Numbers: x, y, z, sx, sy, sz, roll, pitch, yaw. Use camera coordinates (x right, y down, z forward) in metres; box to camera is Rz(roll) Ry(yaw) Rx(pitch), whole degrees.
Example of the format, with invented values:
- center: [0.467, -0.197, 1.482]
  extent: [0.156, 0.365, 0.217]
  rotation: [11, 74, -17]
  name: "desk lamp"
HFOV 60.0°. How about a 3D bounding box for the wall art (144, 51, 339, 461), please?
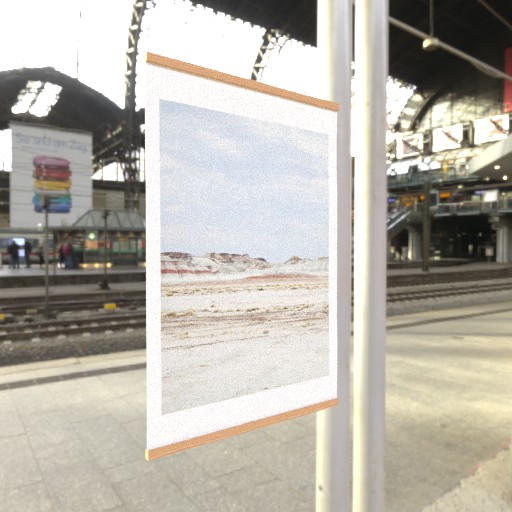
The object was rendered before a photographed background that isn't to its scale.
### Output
- center: [0.000, 0.000, 1.950]
  extent: [1.011, 1.521, 0.025]
  rotation: [-1, 1, -36]
  name: "wall art"
